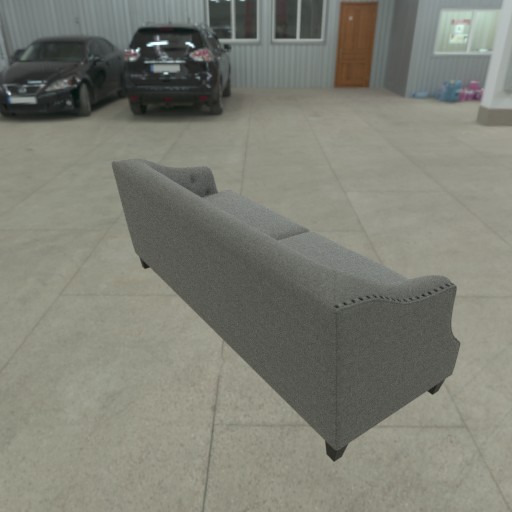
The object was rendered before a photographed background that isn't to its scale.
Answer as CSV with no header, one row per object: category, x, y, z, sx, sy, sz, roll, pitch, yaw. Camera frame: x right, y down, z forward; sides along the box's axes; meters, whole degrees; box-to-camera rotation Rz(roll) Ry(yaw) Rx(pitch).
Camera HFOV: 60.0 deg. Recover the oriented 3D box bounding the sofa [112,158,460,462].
sofa,0.000,0.000,2.680,0.914,0.901,2.235,-18,32,-31
